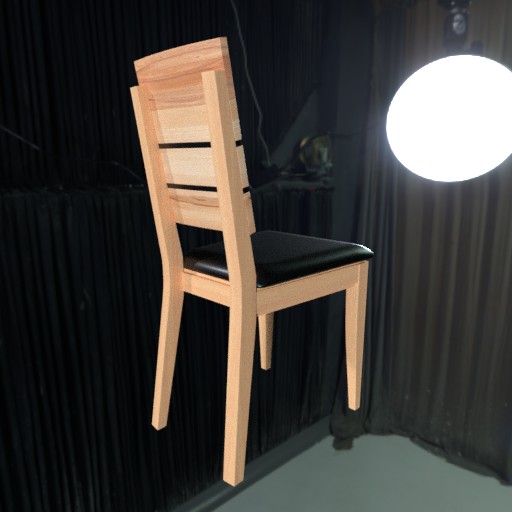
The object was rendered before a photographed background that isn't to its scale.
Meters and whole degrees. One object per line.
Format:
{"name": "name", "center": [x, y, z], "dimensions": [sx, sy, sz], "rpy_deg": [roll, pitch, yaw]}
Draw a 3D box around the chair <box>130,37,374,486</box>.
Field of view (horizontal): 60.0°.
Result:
{"name": "chair", "center": [0.000, 0.000, 1.172], "dimensions": [0.410, 0.940, 0.520], "rpy_deg": [12, 17, 43]}
